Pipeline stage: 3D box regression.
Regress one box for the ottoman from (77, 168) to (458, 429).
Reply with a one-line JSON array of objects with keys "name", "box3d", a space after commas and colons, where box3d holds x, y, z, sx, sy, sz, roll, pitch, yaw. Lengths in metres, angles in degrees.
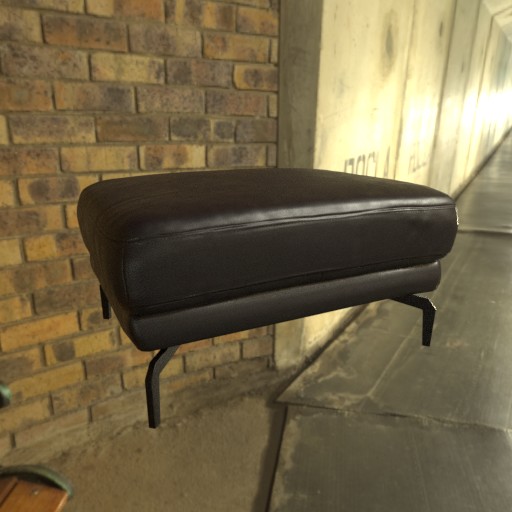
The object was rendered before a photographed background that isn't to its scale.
[{"name": "ottoman", "box3d": [0.000, 0.000, 1.085, 0.764, 0.402, 0.570, -8, 18, -26]}]
